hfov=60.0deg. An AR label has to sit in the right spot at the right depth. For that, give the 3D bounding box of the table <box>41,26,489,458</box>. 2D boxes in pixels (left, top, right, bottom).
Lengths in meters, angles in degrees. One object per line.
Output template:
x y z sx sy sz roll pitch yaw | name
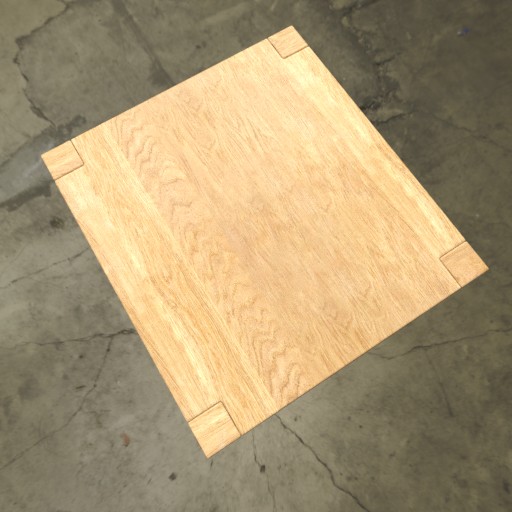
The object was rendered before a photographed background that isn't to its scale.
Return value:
0.000 0.000 0.834 0.440 0.450 0.480 -31 76 -9 | table
